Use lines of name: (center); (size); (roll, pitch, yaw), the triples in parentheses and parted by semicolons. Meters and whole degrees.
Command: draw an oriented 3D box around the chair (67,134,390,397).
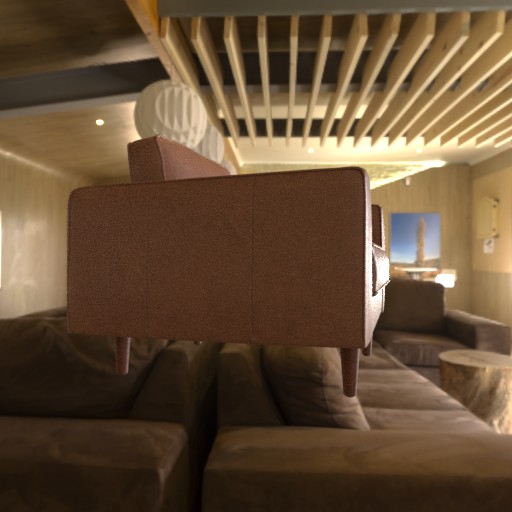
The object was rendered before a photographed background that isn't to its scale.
chair: (0.000, 0.000, 1.579); (0.900, 0.770, 0.920); (0, -1, 19)
